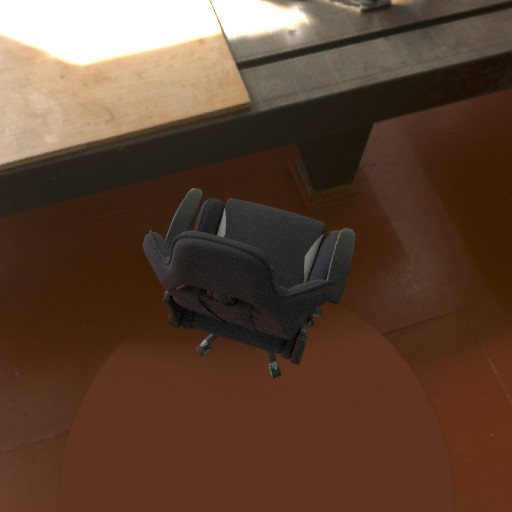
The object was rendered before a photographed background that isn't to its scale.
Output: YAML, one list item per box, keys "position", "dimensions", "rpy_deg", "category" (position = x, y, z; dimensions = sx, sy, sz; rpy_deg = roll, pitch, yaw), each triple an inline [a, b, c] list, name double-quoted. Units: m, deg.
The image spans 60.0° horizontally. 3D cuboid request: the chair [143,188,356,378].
- position: [0.000, 0.000, 1.748]
  dimensions: [0.730, 1.300, 0.695]
  rpy_deg: [15, 66, 7]
  category: "chair"
